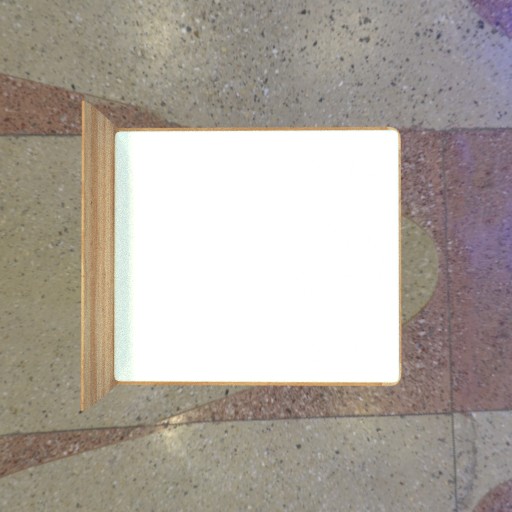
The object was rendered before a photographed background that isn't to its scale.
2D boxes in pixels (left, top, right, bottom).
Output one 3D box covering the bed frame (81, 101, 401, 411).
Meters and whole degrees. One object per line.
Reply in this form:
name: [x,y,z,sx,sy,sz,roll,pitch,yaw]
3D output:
bed frame: [0.000,0.000,3.123,2.092,0.940,1.872,0,89,1]
